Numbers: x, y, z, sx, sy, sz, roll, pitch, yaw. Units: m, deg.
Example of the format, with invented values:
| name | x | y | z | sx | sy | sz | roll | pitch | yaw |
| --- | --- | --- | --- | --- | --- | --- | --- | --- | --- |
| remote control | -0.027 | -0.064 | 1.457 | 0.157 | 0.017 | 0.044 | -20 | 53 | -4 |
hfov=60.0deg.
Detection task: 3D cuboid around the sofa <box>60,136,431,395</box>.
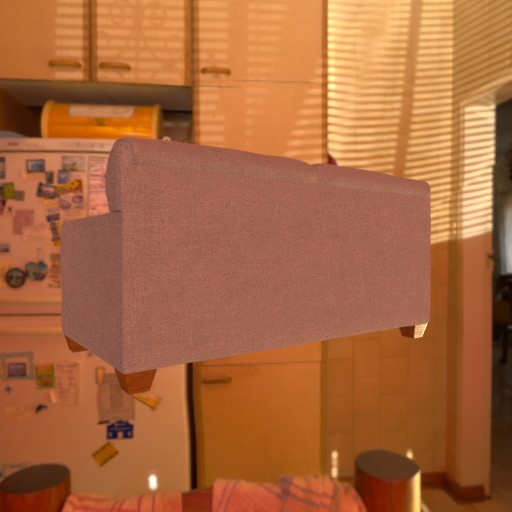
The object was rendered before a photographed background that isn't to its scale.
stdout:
| name | x | y | z | sx | sy | sz | roll | pitch | yaw |
| --- | --- | --- | --- | --- | --- | --- | --- | --- | --- |
| sofa | 0.000 | 0.000 | 2.444 | 1.846 | 0.958 | 1.000 | -1 | 1 | -36 |
